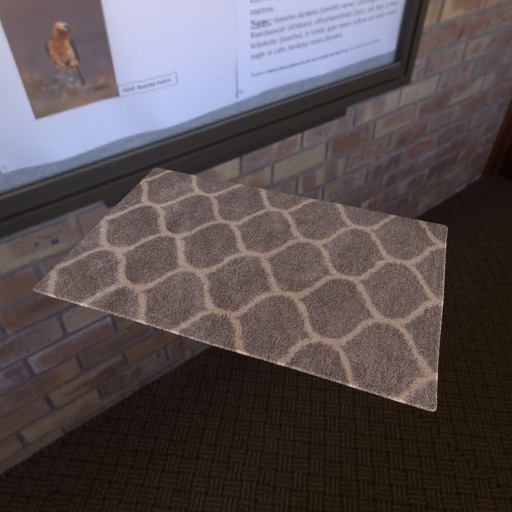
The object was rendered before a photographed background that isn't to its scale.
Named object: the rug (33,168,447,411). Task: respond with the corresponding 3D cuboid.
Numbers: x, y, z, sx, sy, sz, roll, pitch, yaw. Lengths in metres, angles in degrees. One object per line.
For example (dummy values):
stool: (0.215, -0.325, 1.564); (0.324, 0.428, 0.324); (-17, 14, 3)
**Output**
rug: (0.000, 0.000, 2.915); (2.348, 0.025, 1.501); (14, 44, 14)
